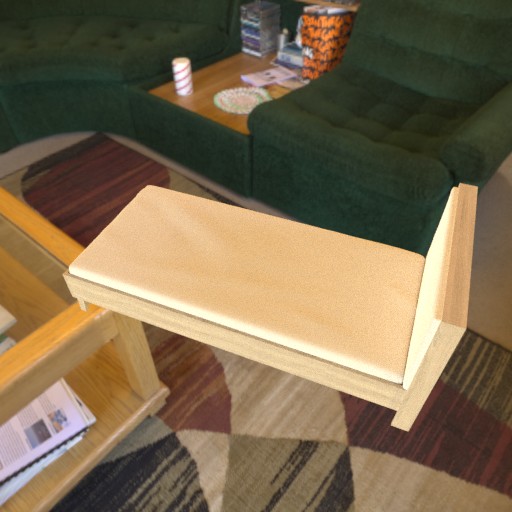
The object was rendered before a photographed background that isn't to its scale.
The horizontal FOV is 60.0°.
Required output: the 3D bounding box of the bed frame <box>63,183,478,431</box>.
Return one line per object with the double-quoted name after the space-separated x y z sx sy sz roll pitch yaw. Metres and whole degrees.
0.000 0.000 2.636 2.140 0.920 0.990 16 47 15 "bed frame"
